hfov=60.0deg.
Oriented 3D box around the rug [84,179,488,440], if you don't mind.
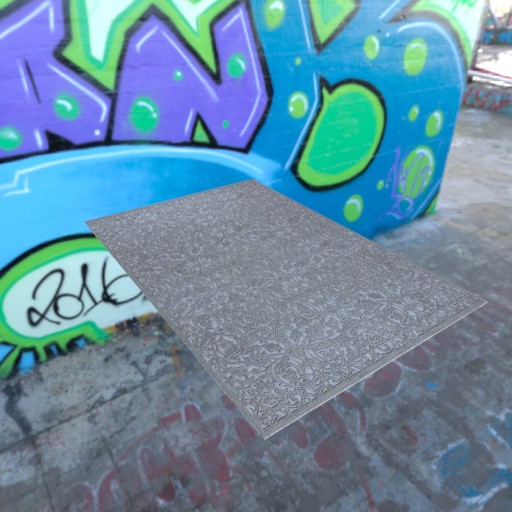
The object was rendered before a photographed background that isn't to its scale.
[{"bbox_3d":[0.000,0.000,2.301,1.221,0.006,1.827,-20,36,-30],"label":"rug"}]
